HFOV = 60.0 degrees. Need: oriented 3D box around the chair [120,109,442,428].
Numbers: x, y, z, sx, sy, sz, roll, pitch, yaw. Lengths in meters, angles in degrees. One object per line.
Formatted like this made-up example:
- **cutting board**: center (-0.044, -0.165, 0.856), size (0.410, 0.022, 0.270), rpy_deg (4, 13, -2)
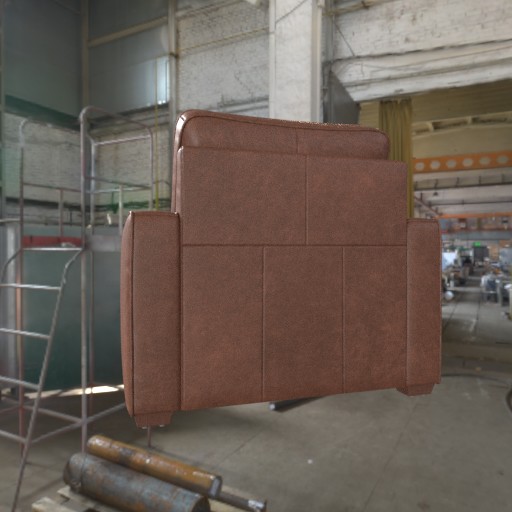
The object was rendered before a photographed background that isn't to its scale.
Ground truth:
- **chair**: center (0.000, 0.000, 1.738), size (1.017, 0.919, 0.940), rpy_deg (0, 1, -17)
